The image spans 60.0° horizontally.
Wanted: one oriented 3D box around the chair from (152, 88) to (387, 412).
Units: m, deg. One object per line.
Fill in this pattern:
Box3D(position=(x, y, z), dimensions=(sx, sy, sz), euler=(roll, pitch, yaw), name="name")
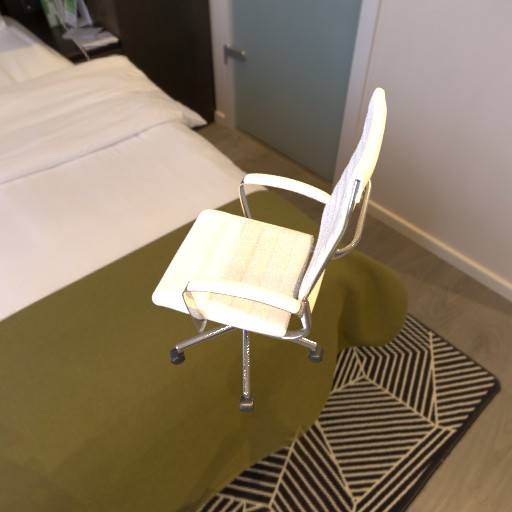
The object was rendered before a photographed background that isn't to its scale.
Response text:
Box3D(position=(0.000, 0.000, 1.589), dimensions=(0.679, 1.149, 0.679), euler=(13, 49, 12), name="chair")
